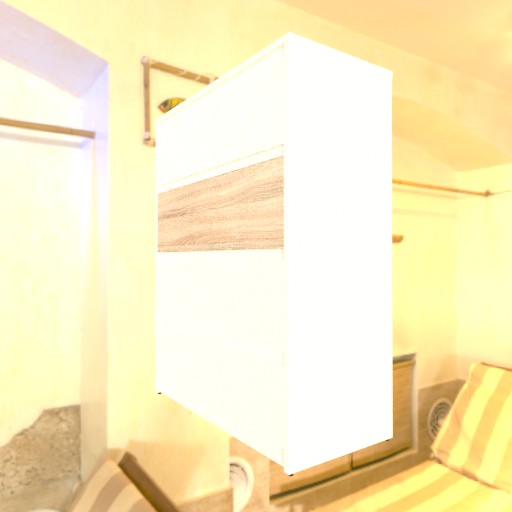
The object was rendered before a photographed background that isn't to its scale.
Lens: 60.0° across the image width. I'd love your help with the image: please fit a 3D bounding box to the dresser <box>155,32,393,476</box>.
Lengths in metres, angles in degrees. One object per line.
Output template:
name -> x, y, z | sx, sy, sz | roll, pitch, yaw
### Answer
dresser -> 0.000, 0.000, 1.466 | 0.380, 1.040, 0.800 | 0, -1, -35
